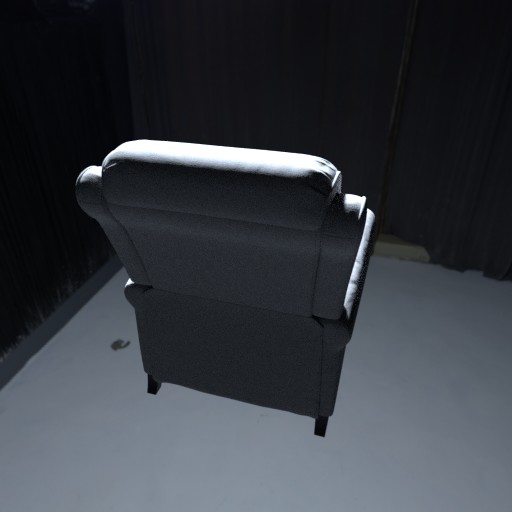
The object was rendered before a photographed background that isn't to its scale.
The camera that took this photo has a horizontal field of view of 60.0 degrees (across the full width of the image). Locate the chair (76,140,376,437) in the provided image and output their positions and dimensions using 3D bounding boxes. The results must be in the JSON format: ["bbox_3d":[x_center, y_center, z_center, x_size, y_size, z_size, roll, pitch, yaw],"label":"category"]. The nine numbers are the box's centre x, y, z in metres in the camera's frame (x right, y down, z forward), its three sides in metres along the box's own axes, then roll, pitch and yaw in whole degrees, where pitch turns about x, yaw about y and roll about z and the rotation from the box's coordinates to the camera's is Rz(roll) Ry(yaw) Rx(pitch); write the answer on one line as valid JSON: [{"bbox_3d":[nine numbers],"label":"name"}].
[{"bbox_3d":[0.000,0.000,1.719,0.859,1.046,0.919,9,32,14],"label":"chair"}]
